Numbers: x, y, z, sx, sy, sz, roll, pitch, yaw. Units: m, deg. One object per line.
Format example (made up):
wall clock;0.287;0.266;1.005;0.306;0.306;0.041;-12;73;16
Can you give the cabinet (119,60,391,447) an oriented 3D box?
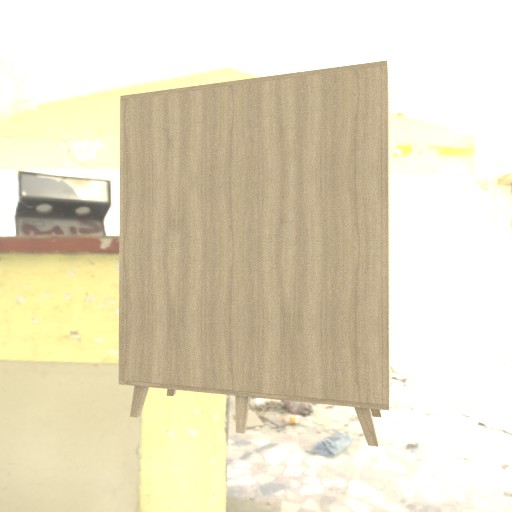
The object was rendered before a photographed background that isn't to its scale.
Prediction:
cabinet;0.000;0.000;1.927;1.111;1.388;0.398;0;-1;18
